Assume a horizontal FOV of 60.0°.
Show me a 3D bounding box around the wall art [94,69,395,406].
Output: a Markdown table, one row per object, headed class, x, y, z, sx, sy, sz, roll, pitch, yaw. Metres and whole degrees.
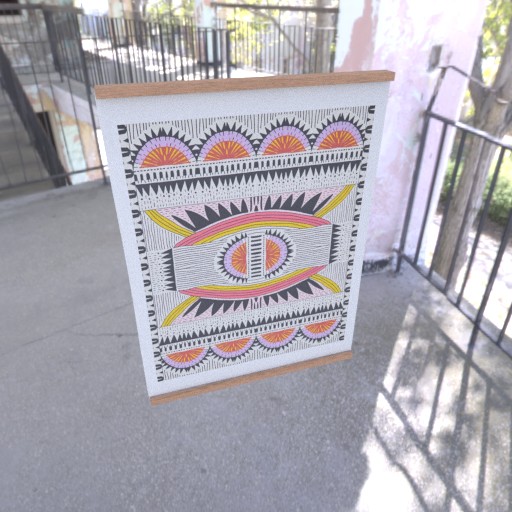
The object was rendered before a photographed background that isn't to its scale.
| class | x | y | z | sx | sy | sz | roll | pitch | yaw |
| --- | --- | --- | --- | --- | --- | --- | --- | --- | --- |
| wall art | 0.000 | 0.000 | 0.808 | 0.456 | 0.609 | 0.028 | -9 | 32 | -15 |
